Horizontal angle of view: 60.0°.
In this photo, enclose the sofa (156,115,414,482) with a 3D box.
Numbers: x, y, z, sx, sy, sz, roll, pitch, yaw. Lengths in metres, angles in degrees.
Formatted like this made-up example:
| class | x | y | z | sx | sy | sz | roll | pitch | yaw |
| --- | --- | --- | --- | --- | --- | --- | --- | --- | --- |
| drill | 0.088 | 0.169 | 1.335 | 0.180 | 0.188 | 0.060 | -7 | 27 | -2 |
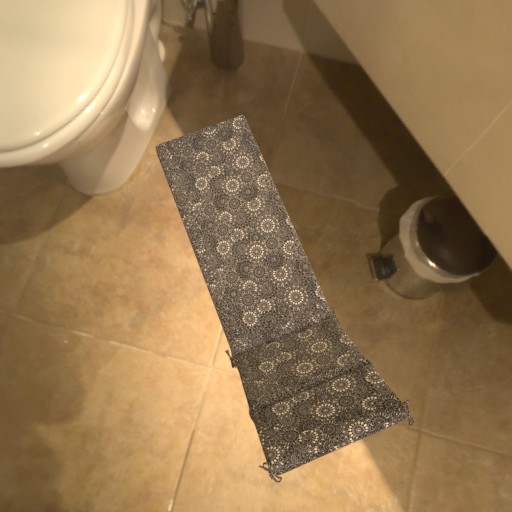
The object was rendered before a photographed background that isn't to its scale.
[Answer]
| class | x | y | z | sx | sy | sz | roll | pitch | yaw |
| --- | --- | --- | --- | --- | --- | --- | --- | --- | --- |
| sofa | 0.000 | 0.000 | 1.974 | 0.582 | 0.622 | 1.663 | -21 | 77 | -5 |
